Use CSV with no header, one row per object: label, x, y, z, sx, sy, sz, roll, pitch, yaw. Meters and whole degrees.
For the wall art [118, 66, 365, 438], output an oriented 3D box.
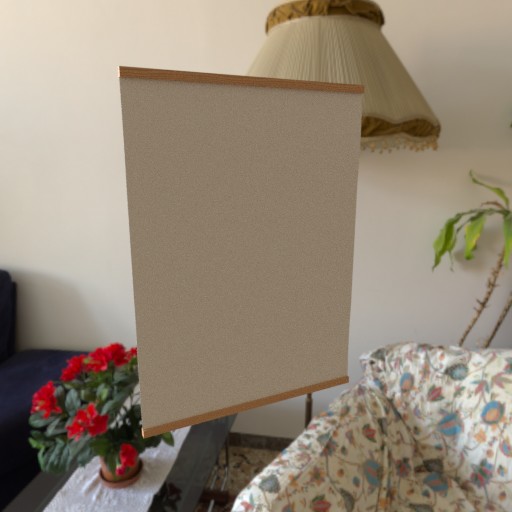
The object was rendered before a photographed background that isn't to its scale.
wall art,0.000,0.000,1.344,0.739,1.016,0.020,-6,15,-25
